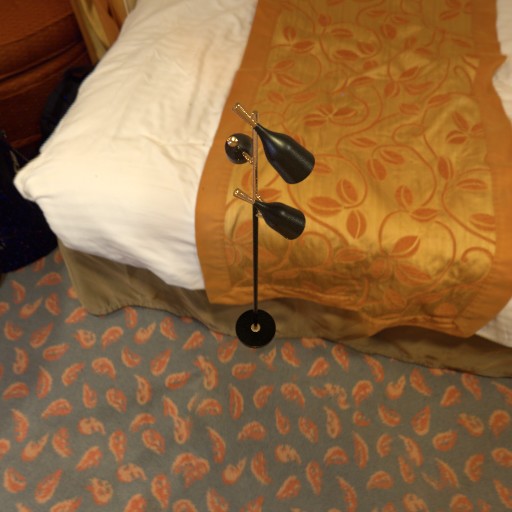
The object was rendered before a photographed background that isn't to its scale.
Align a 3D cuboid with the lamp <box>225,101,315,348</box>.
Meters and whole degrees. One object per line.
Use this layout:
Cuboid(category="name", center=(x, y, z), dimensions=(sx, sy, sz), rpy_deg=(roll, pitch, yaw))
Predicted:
Cuboid(category="lamp", center=(0.000, 0.000, 1.995), dimensions=(0.253, 1.778, 0.434), rpy_deg=(-30, 64, -17))
